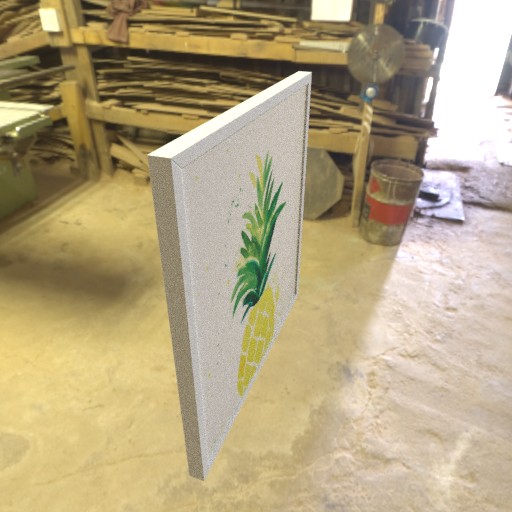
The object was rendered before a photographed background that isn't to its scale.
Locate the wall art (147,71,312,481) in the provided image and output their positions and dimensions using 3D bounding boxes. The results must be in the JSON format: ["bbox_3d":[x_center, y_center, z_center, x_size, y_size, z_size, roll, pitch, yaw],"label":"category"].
[{"bbox_3d":[0.000,0.000,1.123,0.038,0.761,0.763,11,33,18],"label":"wall art"}]
